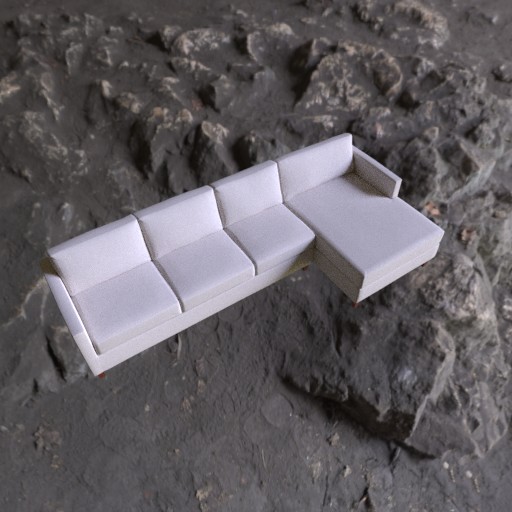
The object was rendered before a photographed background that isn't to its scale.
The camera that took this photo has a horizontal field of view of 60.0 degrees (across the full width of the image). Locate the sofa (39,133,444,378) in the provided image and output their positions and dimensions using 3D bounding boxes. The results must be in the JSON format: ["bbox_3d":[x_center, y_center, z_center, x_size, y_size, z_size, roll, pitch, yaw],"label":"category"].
[{"bbox_3d":[0.000,0.000,4.197,3.471,0.954,1.599,-26,52,-22],"label":"sofa"}]
